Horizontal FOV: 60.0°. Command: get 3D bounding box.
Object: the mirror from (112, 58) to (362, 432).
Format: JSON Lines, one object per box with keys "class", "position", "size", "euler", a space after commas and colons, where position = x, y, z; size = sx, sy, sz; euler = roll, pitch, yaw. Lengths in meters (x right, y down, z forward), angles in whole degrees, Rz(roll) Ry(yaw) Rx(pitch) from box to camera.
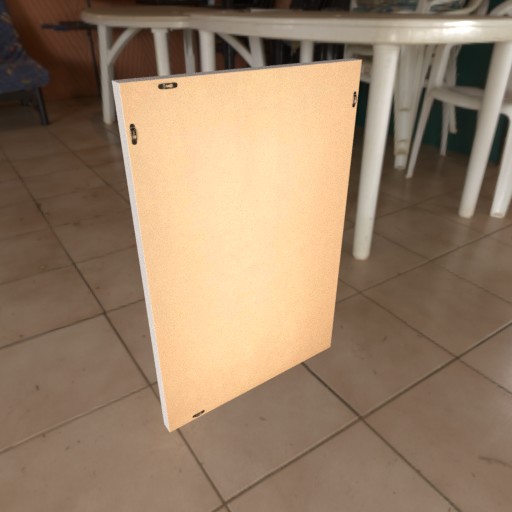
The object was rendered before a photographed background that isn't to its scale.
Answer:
{"class": "mirror", "position": [0.000, 0.000, 1.166], "size": [0.609, 0.915, 0.040], "euler": [-19, 35, -30]}
